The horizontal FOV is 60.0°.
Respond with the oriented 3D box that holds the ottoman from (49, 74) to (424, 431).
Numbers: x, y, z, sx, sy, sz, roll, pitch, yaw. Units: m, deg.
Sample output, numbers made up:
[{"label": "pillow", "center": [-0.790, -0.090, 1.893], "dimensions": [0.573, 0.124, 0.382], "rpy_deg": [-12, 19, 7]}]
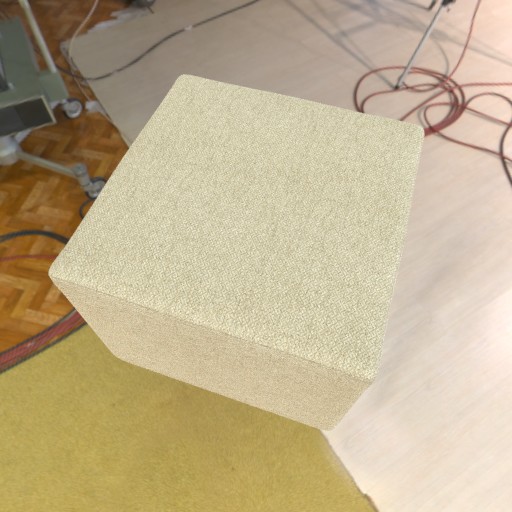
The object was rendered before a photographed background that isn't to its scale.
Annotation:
[{"label": "ottoman", "center": [0.000, 0.000, 0.900], "dimensions": [0.508, 0.432, 0.508], "rpy_deg": [16, 60, 10]}]
